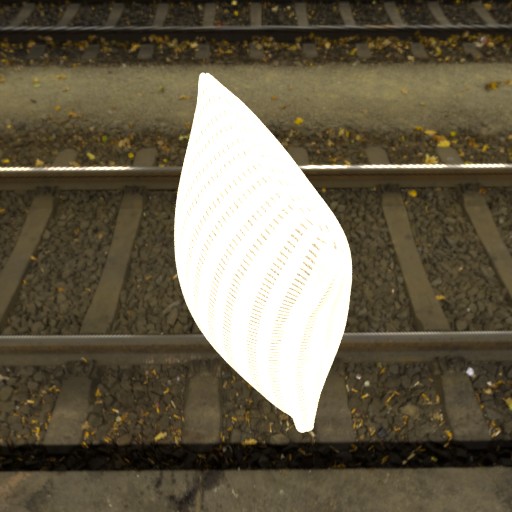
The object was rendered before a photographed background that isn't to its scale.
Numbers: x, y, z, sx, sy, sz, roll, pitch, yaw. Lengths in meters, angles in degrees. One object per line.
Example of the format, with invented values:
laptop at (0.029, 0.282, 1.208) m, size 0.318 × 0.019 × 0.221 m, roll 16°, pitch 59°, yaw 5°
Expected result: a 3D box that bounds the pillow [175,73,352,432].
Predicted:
pillow at (0.000, 0.000, 0.706) m, size 0.247 × 0.419 × 0.438 m, roll -16°, pitch 49°, yaw -15°
